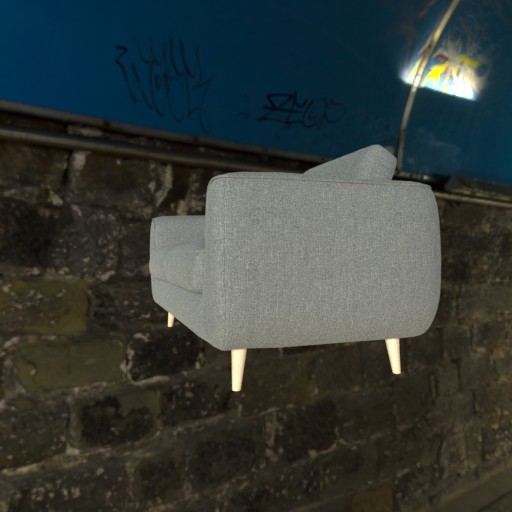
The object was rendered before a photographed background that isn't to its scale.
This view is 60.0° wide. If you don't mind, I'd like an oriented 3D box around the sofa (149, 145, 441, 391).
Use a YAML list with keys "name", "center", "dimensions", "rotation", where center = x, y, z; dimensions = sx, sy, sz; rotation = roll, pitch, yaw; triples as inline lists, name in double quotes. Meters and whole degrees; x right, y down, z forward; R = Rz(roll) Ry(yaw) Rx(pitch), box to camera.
- name: "sofa"
  center: [0.000, 0.000, 2.194]
  dimensions: [0.920, 0.870, 1.700]
  rotation: [0, 0, -20]
